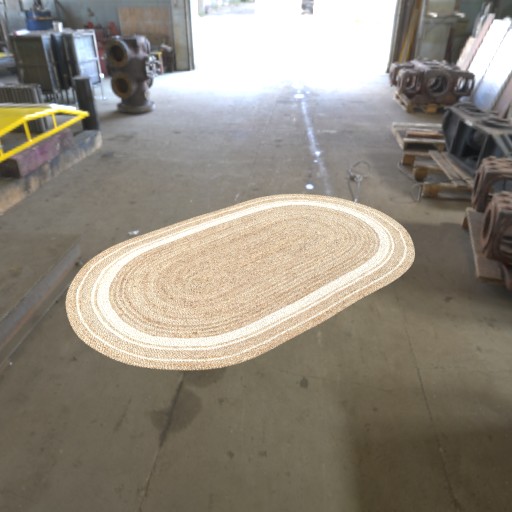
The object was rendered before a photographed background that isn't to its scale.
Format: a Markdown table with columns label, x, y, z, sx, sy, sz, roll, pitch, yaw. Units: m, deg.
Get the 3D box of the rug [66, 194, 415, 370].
| label | x | y | z | sx | sy | sz | roll | pitch | yaw |
| --- | --- | --- | --- | --- | --- | --- | --- | --- | --- |
| rug | 0.000 | 0.000 | 2.963 | 2.432 | 0.006 | 1.520 | -22 | 37 | -33 |
